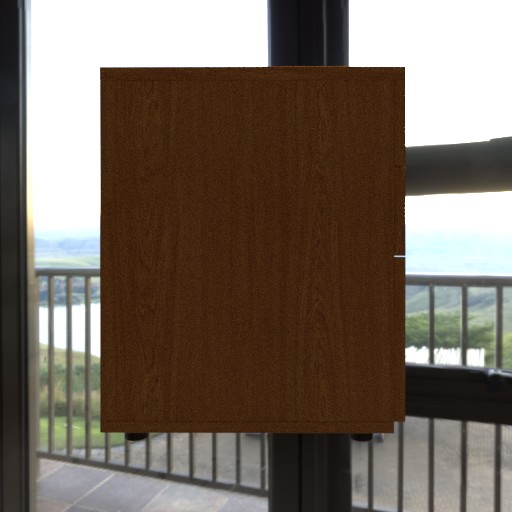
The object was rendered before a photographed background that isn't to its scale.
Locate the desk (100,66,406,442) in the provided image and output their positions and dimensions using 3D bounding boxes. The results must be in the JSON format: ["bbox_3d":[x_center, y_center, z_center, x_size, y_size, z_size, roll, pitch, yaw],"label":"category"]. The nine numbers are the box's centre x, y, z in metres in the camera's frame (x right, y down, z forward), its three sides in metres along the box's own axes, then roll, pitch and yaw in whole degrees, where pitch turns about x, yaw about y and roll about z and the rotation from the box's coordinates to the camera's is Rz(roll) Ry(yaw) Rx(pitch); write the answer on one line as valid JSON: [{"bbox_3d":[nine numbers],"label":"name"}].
[{"bbox_3d":[0.000,0.000,1.054,0.600,0.730,0.404,0,0,0],"label":"desk"}]
